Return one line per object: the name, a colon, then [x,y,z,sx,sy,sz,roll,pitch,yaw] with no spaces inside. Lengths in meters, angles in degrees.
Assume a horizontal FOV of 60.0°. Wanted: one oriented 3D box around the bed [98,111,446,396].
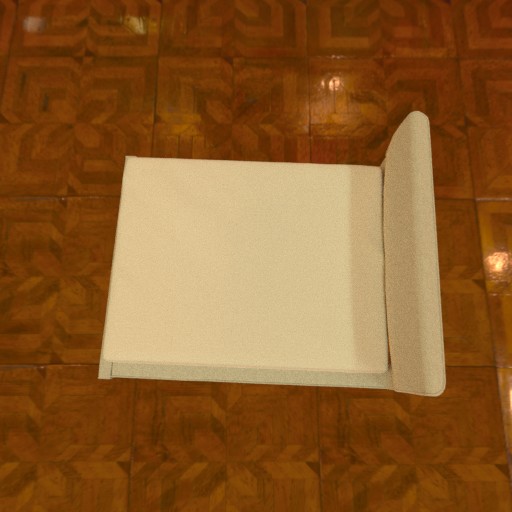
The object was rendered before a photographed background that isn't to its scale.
bed: [0.000,0.000,3.499,2.498,1.126,1.980,2,75,1]
